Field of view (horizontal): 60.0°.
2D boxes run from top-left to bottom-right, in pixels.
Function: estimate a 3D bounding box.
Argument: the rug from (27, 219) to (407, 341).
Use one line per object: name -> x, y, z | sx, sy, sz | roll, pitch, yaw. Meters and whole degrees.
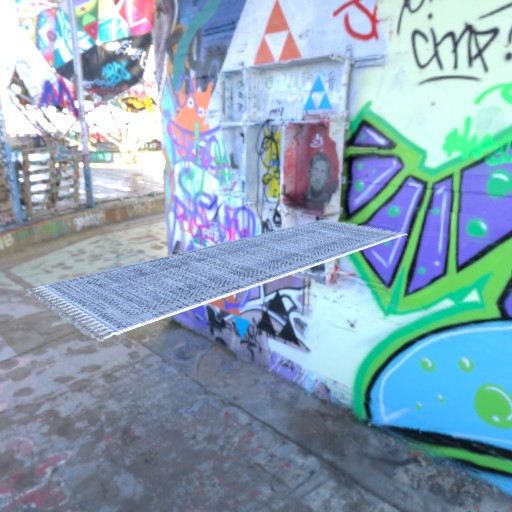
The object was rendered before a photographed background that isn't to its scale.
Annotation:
rug -> 0.000, 0.000, 2.769 | 0.786, 0.013, 2.480 | 16, 22, 43
